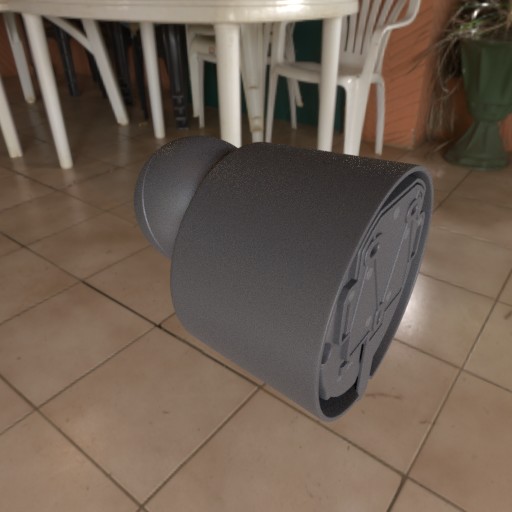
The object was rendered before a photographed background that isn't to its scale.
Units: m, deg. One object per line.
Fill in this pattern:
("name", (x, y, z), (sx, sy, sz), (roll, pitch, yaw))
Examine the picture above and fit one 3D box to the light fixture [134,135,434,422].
("light fixture", (0.000, 0.000, 0.266), (0.160, 0.143, 0.134), (21, 38, 30))
